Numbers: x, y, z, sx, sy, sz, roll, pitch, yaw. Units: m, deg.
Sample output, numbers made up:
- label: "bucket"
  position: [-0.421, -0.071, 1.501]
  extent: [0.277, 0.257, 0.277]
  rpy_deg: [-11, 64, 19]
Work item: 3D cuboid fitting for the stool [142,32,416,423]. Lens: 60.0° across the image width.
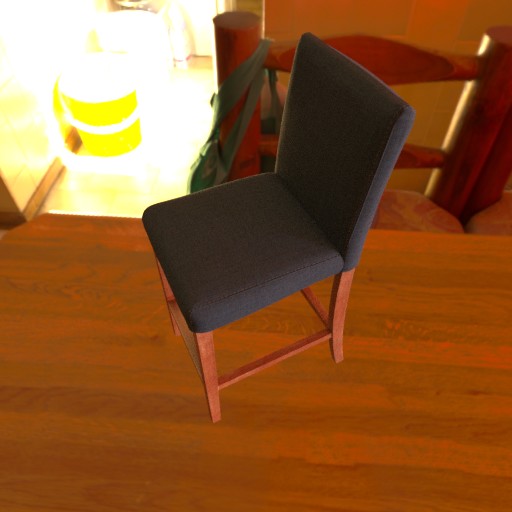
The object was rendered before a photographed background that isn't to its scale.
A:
- label: "stool"
  position: [0.000, 0.000, 1.361]
  extent: [0.574, 1.088, 0.454]
  rpy_deg: [-20, 51, -17]
